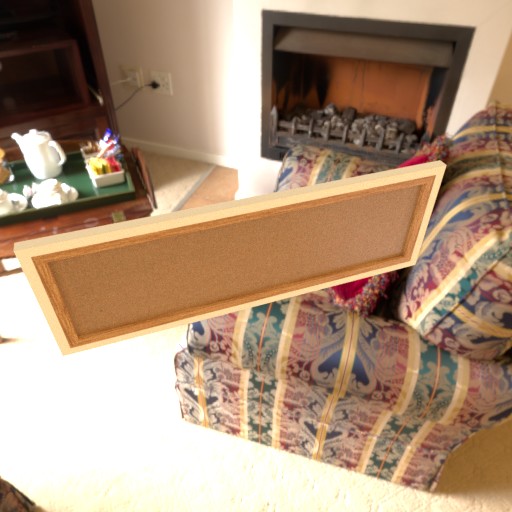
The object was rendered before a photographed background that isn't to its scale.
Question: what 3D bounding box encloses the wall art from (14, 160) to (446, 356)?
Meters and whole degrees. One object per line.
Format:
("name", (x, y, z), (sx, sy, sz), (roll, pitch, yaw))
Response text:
("wall art", (0.000, 0.000, 1.670), (1.520, 0.507, 0.044), (-13, 42, -15))
